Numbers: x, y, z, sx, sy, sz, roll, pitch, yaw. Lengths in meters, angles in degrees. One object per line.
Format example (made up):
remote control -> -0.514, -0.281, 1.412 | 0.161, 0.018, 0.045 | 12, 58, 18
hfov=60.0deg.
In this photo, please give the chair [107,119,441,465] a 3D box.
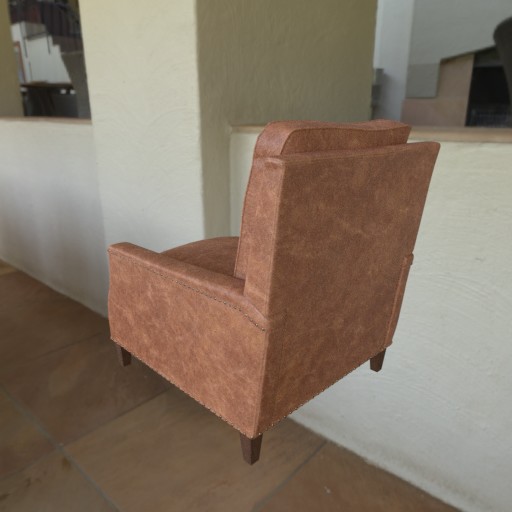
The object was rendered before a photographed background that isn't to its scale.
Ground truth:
chair -> 0.000, 0.000, 1.780 | 0.854, 1.054, 1.035 | -17, 24, -42
